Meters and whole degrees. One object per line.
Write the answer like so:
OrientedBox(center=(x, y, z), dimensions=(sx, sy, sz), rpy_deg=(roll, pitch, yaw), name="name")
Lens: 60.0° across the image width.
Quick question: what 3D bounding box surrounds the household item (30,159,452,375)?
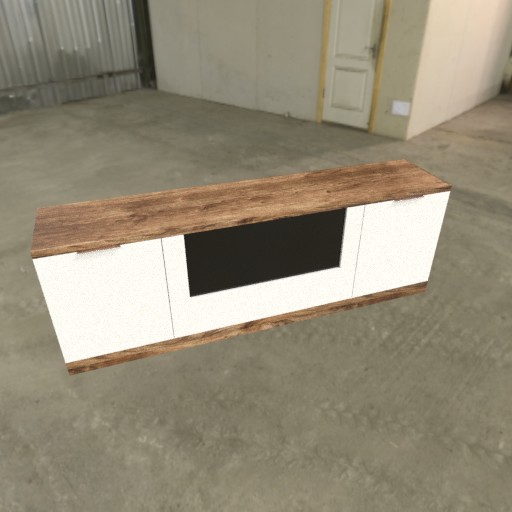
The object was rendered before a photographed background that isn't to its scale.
OrientedBox(center=(0.000, 0.000, 2.111), dimensions=(1.800, 0.615, 0.390), rpy_deg=(-11, 34, -16), name="household item")
